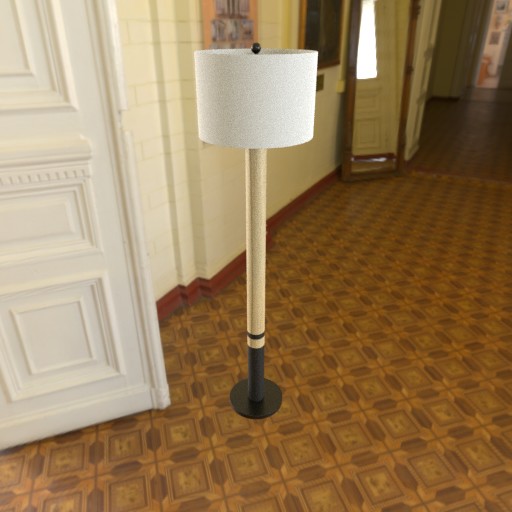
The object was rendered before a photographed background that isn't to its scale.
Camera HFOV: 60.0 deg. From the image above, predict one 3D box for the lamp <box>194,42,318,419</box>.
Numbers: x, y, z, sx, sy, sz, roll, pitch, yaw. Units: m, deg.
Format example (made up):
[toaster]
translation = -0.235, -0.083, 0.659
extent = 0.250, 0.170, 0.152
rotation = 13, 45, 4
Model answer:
[lamp]
translation = 0.000, 0.000, 1.702
extent = 0.381, 1.478, 0.381
rotation = -8, 28, -15
